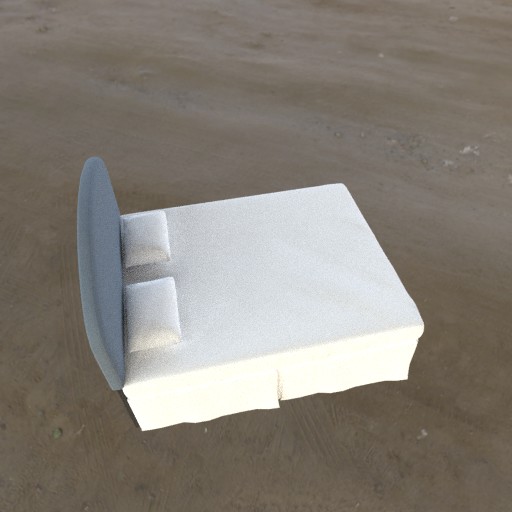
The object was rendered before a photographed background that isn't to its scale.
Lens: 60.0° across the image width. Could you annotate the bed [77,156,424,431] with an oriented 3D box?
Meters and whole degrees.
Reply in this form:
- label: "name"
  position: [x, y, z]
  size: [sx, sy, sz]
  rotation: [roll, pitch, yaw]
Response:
- label: "bed"
  position: [0.000, 0.000, 3.082]
  size: [2.005, 1.410, 1.607]
  rotation: [-10, 48, -9]
